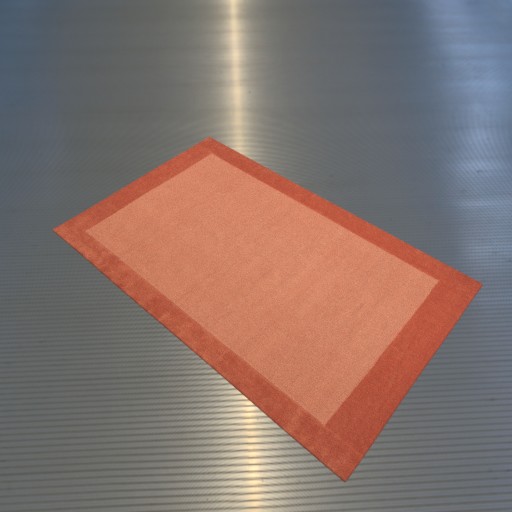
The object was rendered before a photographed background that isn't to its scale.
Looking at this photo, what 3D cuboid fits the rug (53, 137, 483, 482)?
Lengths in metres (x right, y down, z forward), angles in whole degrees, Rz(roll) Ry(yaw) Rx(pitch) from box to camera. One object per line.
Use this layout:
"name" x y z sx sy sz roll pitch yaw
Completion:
"rug" 0.000 0.000 2.925 2.438 0.014 1.524 34 56 26
